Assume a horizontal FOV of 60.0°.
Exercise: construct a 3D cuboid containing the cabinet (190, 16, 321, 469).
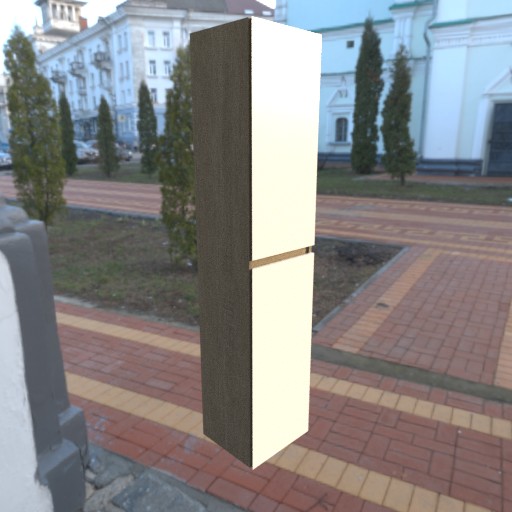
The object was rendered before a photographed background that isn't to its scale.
[{"bbox_3d":[0.000,0.000,1.529,0.300,1.400,0.270,-14,20,-43],"label":"cabinet"}]
